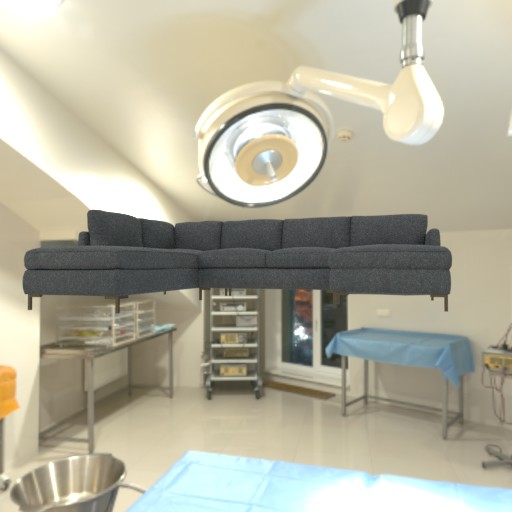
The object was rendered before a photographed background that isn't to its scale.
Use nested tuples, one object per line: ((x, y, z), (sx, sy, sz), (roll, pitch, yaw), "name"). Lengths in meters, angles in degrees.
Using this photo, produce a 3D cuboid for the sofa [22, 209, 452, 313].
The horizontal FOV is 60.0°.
((0.000, 0.000, 3.708), (2.956, 0.813, 2.007), (0, -1, 18), "sofa")
